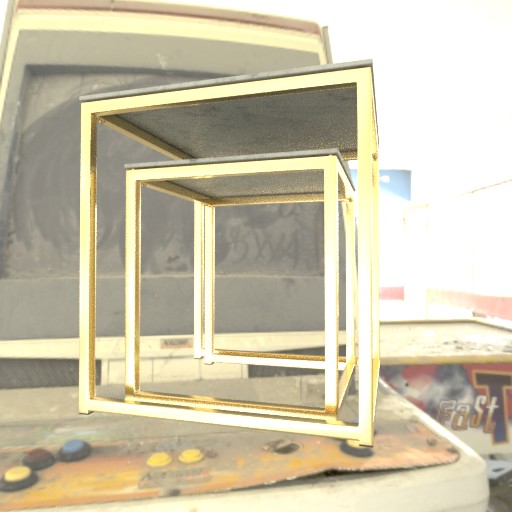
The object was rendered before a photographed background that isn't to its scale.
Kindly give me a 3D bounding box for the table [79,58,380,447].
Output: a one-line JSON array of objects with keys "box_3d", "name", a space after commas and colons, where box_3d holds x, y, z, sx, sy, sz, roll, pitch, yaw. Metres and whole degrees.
[{"box_3d": [0.000, 0.000, 0.847, 0.450, 0.500, 0.450, 0, -1, 17], "name": "table"}]
